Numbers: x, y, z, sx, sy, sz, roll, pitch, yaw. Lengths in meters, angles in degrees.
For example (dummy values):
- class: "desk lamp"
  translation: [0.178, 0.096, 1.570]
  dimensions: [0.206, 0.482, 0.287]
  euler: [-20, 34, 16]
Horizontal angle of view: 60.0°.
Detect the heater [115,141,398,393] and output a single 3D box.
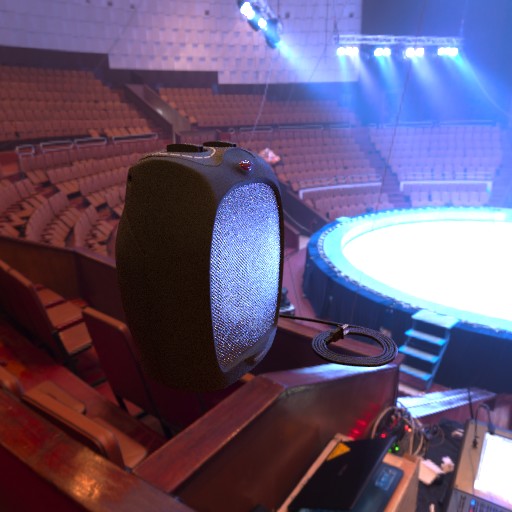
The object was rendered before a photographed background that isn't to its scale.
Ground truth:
- class: "heater"
  translation: [0.000, 0.000, 0.481]
  dimensions: [0.291, 0.240, 0.239]
  euler: [9, 19, 27]
